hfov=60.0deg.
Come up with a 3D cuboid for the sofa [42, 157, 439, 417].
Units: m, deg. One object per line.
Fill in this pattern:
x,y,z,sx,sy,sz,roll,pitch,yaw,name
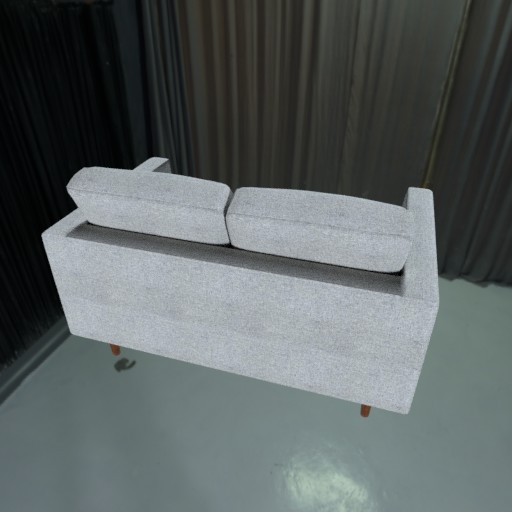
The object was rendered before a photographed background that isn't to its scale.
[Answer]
0.000,0.000,2.125,1.527,0.973,0.969,10,34,14,sofa
